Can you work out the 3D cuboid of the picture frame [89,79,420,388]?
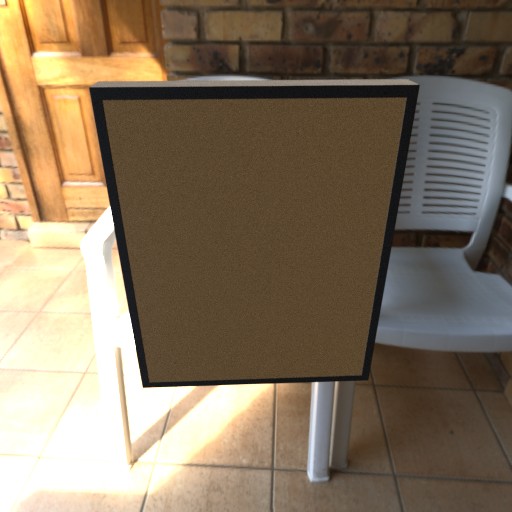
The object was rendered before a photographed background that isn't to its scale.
[{"bbox_3d":[0.000,0.000,0.715,0.421,0.526,0.046,-1,30,-2],"label":"picture frame"}]
